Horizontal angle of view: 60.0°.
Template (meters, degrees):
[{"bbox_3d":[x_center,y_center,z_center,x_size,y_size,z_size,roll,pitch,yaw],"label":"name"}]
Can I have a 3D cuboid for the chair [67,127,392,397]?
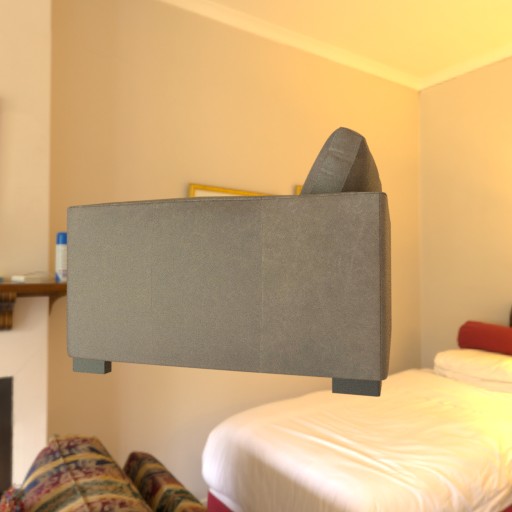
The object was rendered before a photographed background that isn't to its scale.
[{"bbox_3d":[0.000,0.000,1.866,1.080,0.807,1.106,0,-1,18],"label":"chair"}]
